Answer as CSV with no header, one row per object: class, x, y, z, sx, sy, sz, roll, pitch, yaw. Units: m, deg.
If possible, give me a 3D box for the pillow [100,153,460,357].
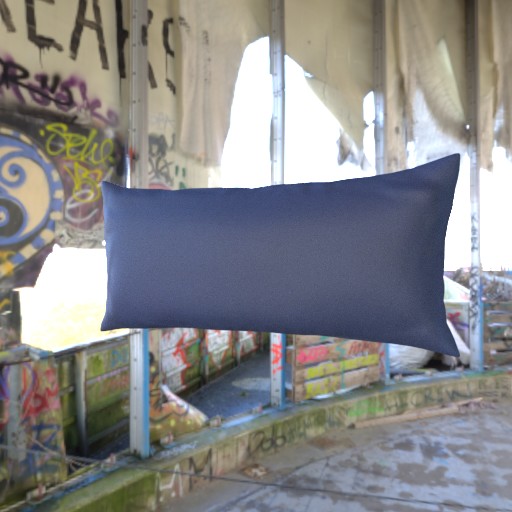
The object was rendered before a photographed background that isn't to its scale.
pillow,0.000,0.000,0.724,0.610,0.287,0.151,0,-1,19
